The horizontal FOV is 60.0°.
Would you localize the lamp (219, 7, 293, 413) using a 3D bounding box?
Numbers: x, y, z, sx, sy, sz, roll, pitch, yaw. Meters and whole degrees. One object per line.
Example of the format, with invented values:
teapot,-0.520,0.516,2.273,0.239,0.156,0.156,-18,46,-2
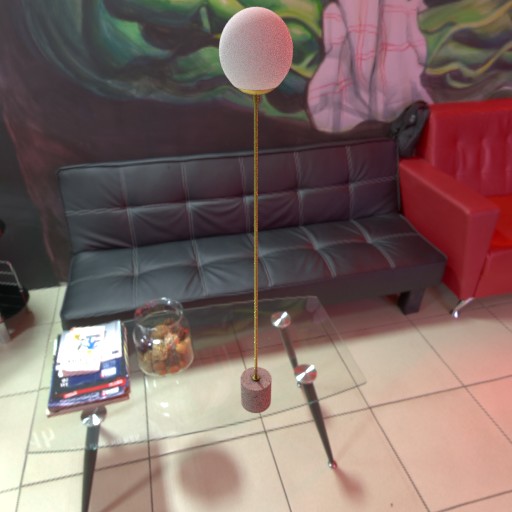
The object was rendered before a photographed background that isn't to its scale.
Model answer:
lamp,0.000,0.000,1.782,0.229,1.748,0.229,10,34,15
